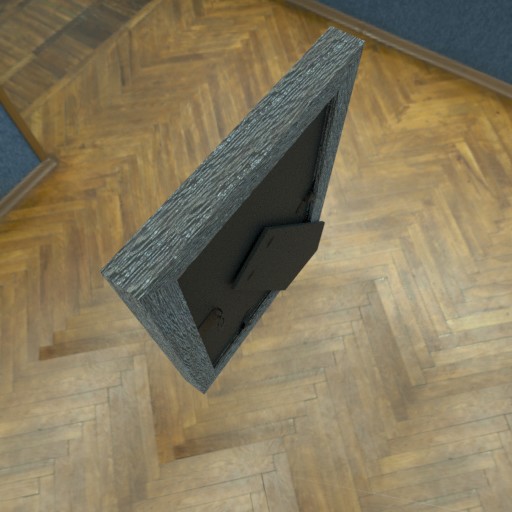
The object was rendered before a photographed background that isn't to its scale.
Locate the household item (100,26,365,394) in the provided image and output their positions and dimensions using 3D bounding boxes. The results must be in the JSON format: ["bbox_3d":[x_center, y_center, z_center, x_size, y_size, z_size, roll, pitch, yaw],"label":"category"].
[{"bbox_3d":[0.000,0.000,0.234,0.020,0.180,0.133,33,69,15],"label":"household item"}]
